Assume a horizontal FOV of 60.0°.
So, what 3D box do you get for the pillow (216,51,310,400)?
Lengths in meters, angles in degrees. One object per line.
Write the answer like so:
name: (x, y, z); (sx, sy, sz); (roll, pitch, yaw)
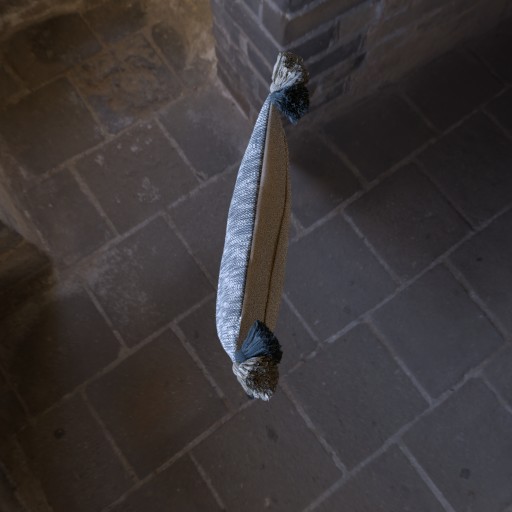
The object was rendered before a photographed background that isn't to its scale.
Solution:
pillow: (0.000, 0.000, 0.952); (0.138, 0.634, 0.614); (7, 75, 2)
